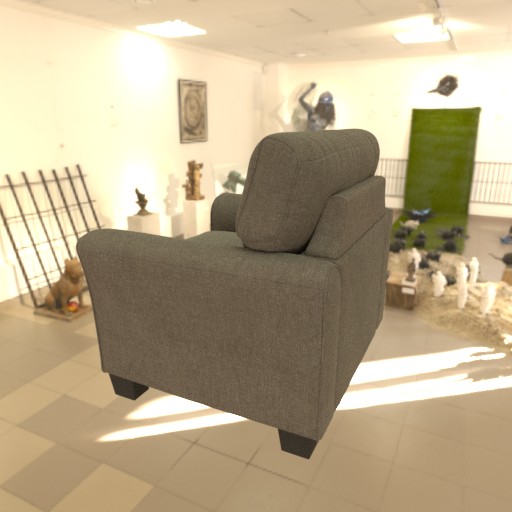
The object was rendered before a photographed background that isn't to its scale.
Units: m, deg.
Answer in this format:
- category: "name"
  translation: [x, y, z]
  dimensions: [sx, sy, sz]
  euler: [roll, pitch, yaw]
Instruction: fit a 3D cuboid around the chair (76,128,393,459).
- category: "chair"
  translation: [0.000, 0.000, 1.620]
  dimensions: [0.816, 0.890, 0.941]
  euler: [8, 19, 25]
